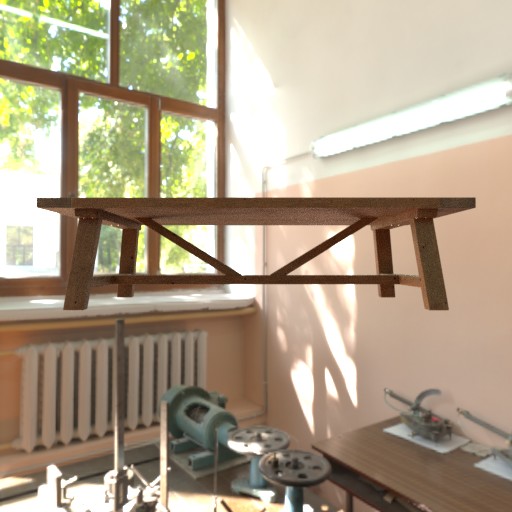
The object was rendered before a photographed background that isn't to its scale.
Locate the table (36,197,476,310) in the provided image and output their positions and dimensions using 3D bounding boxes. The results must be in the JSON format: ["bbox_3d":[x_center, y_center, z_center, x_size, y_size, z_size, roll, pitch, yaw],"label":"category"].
[{"bbox_3d":[0.000,0.000,2.221,1.800,0.465,0.820,0,-1,0],"label":"table"}]
